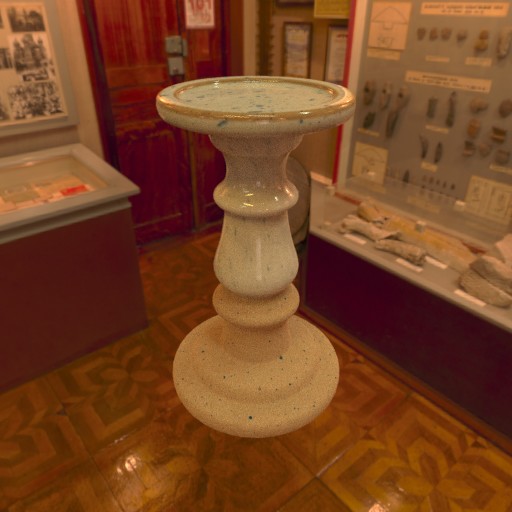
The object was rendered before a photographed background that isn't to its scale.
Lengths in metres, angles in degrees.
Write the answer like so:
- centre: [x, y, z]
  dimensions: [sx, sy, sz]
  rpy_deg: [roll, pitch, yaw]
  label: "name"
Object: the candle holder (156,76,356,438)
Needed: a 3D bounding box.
- centre: [0.000, 0.000, 0.284]
  dimensions: [0.123, 0.202, 0.123]
  rpy_deg: [0, 31, 0]
  label: "candle holder"
